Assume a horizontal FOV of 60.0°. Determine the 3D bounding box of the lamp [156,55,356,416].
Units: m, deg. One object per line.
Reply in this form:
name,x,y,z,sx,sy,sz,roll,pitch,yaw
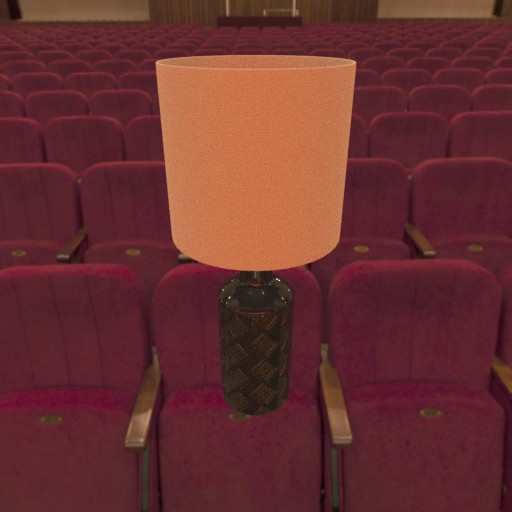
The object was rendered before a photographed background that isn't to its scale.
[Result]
lamp,0.000,0.000,0.570,0.207,0.461,0.207,0,27,0
